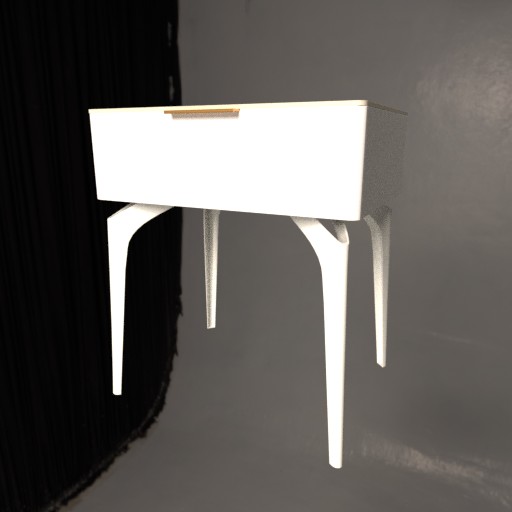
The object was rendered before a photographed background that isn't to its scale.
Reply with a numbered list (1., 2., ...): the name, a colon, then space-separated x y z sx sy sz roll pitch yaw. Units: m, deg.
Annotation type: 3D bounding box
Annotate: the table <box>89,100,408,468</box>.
1. table: 0.000 0.000 0.916 0.500 0.570 0.400 7 17 26
